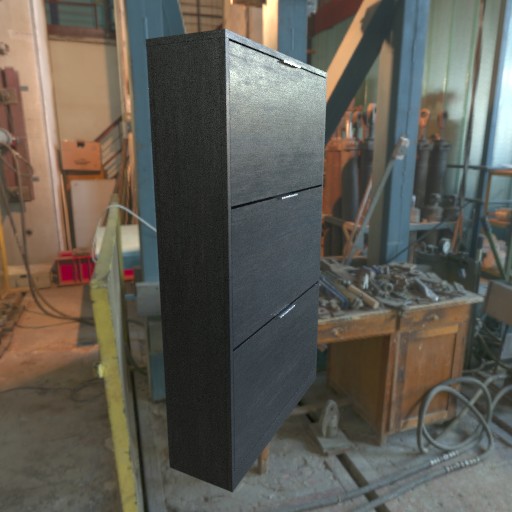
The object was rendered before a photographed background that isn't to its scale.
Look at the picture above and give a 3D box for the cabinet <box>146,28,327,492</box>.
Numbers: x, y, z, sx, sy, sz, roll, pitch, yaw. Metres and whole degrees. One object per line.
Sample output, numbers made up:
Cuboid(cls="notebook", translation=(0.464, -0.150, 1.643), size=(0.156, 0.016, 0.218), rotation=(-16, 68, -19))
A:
Cuboid(cls="cabinet", translation=(0.000, 0.000, 1.554), size=(0.250, 1.280, 0.750), rotation=(7, 16, 26))
